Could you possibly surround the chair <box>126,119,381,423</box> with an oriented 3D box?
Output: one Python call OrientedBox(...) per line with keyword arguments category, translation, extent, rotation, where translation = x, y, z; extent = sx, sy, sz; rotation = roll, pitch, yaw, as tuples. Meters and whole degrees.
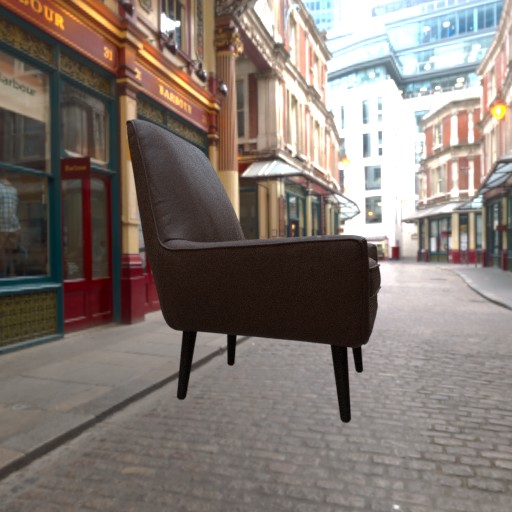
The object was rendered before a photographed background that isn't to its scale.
OrientedBox(category="chair", translation=(0.000, 0.000, 1.533), extent=(0.824, 0.888, 0.787), rotation=(0, 0, 17))
